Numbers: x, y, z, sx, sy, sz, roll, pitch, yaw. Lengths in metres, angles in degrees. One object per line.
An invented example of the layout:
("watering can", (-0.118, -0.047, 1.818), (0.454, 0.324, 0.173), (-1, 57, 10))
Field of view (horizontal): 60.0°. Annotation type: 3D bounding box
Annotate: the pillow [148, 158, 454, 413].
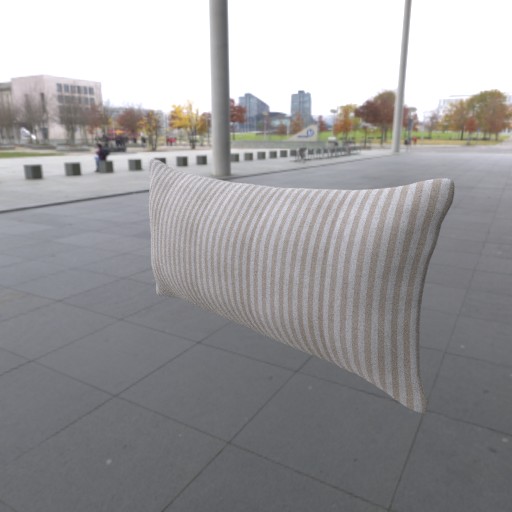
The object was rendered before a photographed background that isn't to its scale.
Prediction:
("pillow", (0.000, 0.000, 0.732), (0.151, 0.295, 0.617), (-15, 21, -43))
